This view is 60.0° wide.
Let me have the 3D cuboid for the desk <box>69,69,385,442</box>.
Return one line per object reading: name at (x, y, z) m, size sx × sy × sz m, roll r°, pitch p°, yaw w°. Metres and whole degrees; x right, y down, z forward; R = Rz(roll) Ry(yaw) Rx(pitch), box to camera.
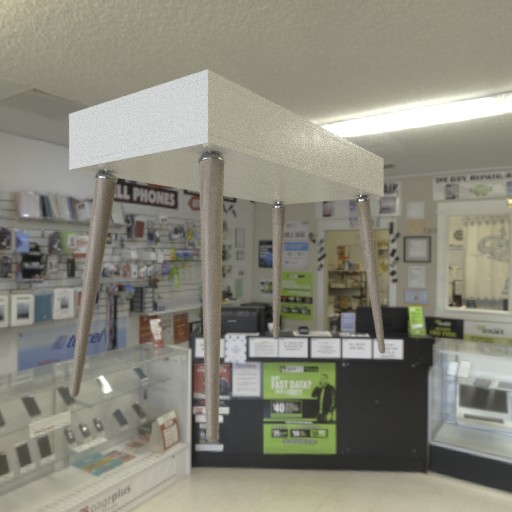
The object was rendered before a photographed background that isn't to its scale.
desk at (0.000, 0.000, 1.389) m, size 0.491 × 0.723 × 0.979 m, roll 0°, pitch 0°, yaw 35°
